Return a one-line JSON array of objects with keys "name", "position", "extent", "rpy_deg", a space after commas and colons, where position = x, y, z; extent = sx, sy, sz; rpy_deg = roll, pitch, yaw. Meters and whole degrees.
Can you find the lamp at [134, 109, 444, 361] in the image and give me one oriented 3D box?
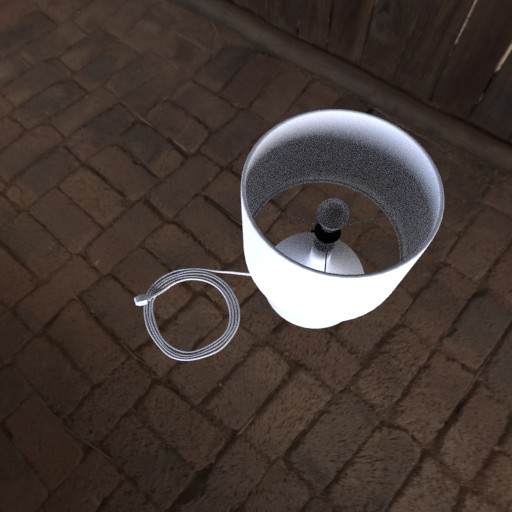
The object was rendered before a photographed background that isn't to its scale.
[{"name": "lamp", "position": [0.000, 0.000, 0.870], "extent": [0.546, 0.457, 0.401], "rpy_deg": [16, 66, 7]}]
